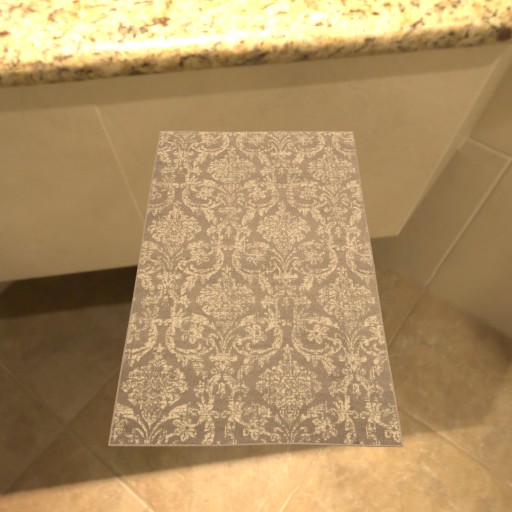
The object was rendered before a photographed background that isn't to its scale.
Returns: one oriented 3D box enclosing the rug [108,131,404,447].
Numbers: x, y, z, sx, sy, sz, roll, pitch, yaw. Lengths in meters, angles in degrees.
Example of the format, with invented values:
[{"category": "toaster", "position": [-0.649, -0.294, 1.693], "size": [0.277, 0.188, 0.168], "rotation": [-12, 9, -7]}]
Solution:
[{"category": "rug", "position": [0.000, 0.000, 3.439], "size": [1.819, 0.018, 2.746], "rotation": [0, 58, 0]}]
